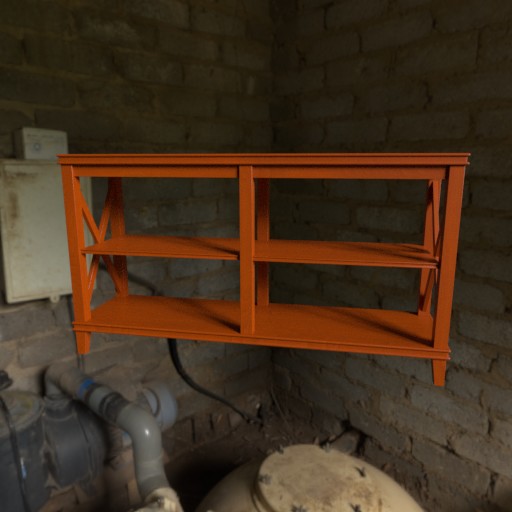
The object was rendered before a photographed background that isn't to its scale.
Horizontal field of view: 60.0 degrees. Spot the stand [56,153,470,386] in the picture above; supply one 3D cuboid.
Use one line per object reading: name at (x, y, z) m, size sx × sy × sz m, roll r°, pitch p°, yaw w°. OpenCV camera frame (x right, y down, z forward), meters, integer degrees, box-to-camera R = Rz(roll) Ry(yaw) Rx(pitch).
stand at (0.000, 0.000, 1.706) m, size 1.372 × 0.762 × 0.381 m, roll 2°, pitch 12°, yaw 11°
